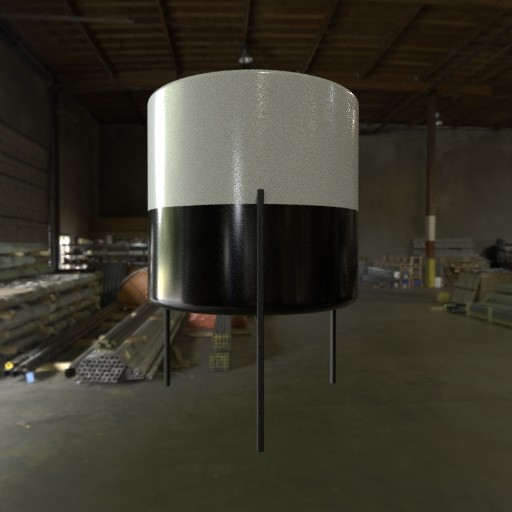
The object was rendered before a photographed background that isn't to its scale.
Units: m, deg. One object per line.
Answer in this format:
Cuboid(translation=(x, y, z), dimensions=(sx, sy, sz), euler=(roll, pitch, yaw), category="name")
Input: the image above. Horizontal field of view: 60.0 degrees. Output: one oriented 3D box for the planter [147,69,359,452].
Cuboid(translation=(0.000, 0.000, 0.652), dimensions=(0.310, 0.432, 0.310), euler=(0, 1, -18), category="planter")
